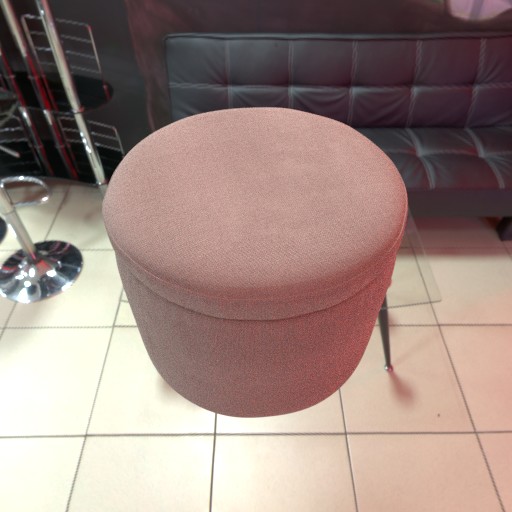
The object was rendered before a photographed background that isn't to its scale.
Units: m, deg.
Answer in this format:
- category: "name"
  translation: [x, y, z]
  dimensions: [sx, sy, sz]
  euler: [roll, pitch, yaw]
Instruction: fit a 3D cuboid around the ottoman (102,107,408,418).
- category: "ottoman"
  translation: [0.000, 0.000, 0.851]
  dimensions: [0.497, 0.409, 0.497]
  euler: [0, 46, 0]
